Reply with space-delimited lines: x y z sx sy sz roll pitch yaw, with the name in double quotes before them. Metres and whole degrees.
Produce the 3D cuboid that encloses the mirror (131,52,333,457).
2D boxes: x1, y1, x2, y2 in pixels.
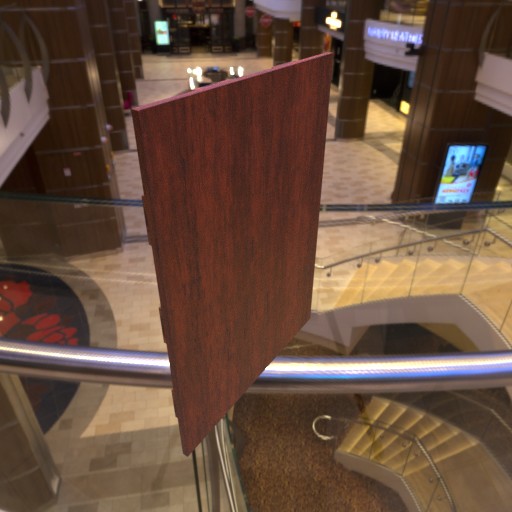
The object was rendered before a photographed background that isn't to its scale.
"mirror" 0.000 0.000 1.039 0.021 0.805 0.600 21 38 28
